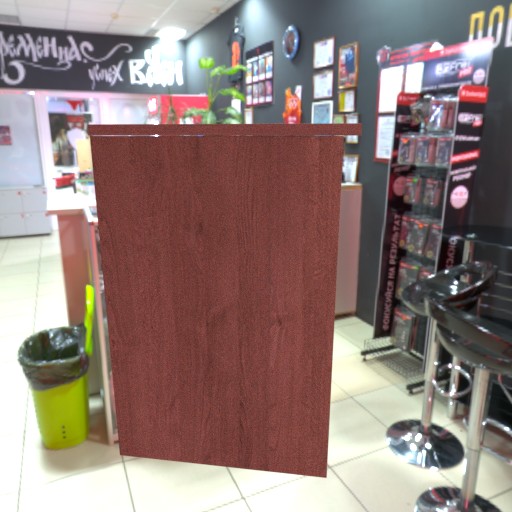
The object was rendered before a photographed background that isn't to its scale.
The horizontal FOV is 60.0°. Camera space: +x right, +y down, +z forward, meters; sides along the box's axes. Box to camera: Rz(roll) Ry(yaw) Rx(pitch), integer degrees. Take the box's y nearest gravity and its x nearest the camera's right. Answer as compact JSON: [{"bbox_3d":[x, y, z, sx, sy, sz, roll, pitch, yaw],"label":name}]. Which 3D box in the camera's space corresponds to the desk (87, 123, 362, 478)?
[{"bbox_3d":[0.000,0.000,1.305,0.498,0.724,0.893,2,15,8],"label":"desk"}]
